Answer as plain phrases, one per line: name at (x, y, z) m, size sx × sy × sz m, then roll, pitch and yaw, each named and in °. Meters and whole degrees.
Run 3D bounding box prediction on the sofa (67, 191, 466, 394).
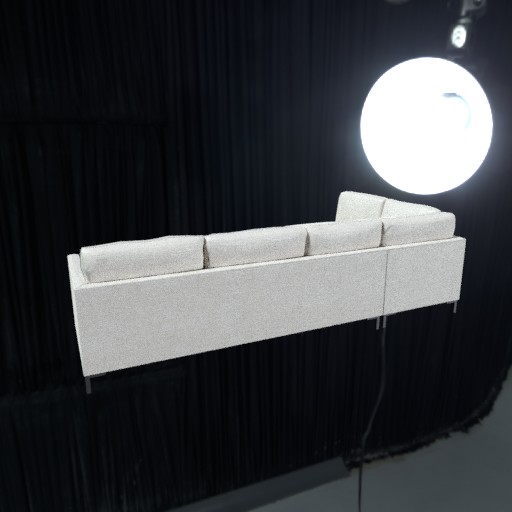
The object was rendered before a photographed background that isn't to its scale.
sofa at (0.000, 0.000, 4.339) m, size 3.384 × 0.996 × 2.048 m, roll -7°, pitch 16°, yaw -24°
